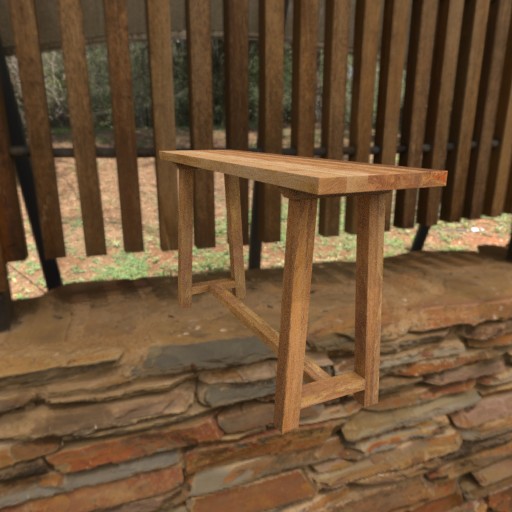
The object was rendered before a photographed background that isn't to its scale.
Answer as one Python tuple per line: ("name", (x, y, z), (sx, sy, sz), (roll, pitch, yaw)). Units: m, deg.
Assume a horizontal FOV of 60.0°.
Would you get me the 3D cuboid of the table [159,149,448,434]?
("table", (0.000, 0.000, 1.867), (0.405, 0.810, 1.524), (-7, 17, -24))
